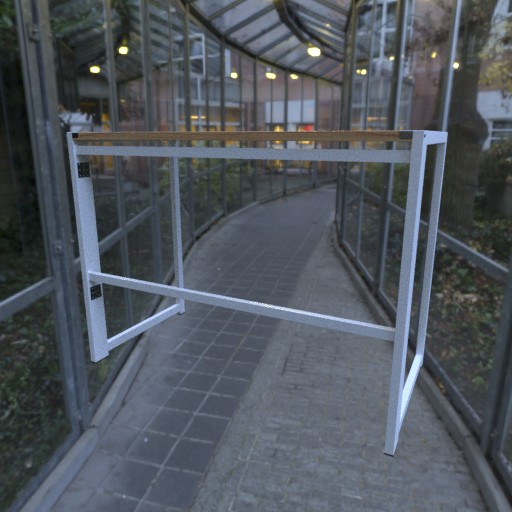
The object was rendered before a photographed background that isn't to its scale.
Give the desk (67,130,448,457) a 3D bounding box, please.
[{"bbox_3d":[0.000,0.000,1.416,1.016,0.762,0.508,8,17,26],"label":"desk"}]
